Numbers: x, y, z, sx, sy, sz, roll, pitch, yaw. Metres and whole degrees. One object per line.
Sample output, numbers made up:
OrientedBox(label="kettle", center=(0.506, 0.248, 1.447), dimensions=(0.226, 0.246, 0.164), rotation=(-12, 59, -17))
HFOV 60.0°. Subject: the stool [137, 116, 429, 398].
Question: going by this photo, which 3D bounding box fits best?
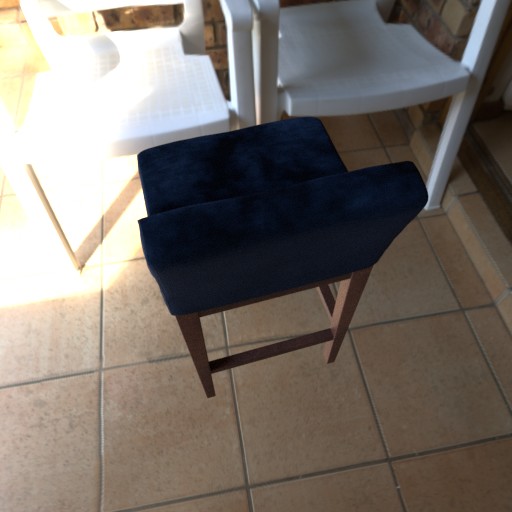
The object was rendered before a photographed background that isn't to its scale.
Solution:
OrientedBox(label="stool", center=(0.000, 0.000, 1.242), dimensions=(0.511, 0.945, 0.516), rotation=(-14, 58, -9))
